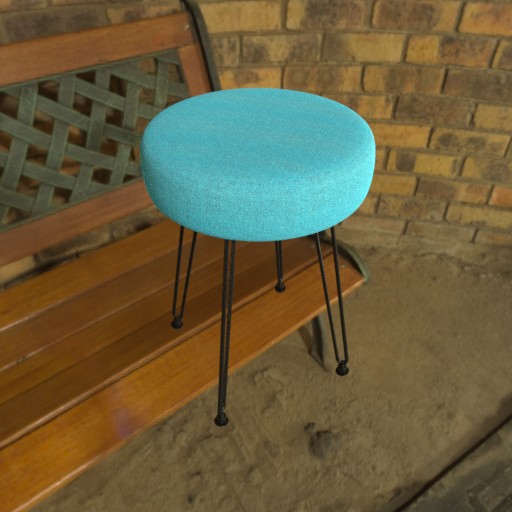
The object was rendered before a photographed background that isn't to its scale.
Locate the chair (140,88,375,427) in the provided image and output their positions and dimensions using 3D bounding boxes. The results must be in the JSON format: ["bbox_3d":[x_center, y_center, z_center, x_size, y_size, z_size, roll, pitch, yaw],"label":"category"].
[{"bbox_3d":[0.000,0.000,0.693,0.350,0.440,0.350,13,41,15],"label":"chair"}]
